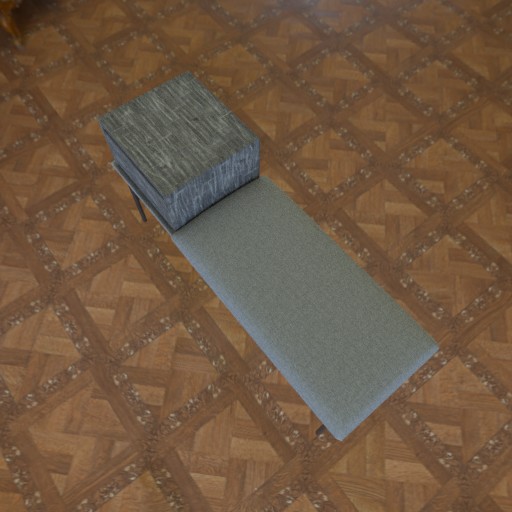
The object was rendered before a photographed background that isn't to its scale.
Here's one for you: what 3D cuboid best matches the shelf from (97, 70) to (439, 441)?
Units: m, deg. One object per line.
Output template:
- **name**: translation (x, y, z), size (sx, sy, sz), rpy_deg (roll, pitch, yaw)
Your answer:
- **shelf**: translation (0.000, 0.000, 1.684), size (0.457, 0.633, 1.342), rpy_deg (-36, 68, -17)
